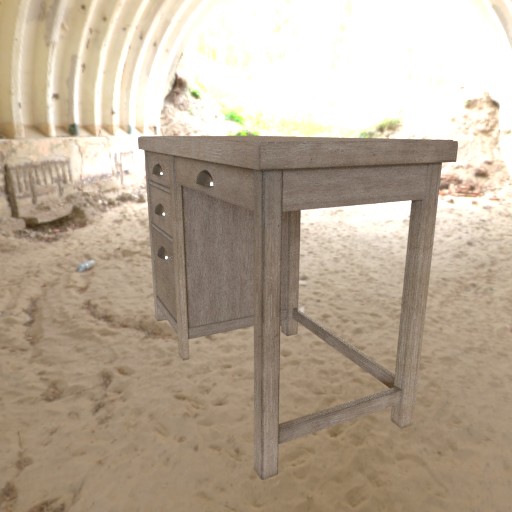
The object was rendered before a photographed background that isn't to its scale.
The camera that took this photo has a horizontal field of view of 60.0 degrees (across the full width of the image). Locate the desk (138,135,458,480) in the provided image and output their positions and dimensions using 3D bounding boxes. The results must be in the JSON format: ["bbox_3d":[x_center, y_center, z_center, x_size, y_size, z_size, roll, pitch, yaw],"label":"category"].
[{"bbox_3d":[0.000,0.000,1.766,0.610,0.912,1.289,-7,17,-25],"label":"desk"}]
